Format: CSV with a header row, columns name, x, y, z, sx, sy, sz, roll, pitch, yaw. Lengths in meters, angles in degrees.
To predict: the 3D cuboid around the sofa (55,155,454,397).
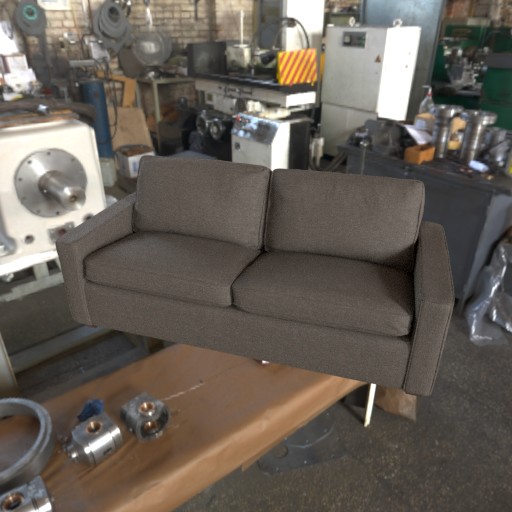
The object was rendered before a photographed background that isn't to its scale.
name,x,y,z,sx,sy,sz,roll,pitch,yaw
sofa,0.000,0.000,2.595,2.080,0.919,0.940,8,29,15
